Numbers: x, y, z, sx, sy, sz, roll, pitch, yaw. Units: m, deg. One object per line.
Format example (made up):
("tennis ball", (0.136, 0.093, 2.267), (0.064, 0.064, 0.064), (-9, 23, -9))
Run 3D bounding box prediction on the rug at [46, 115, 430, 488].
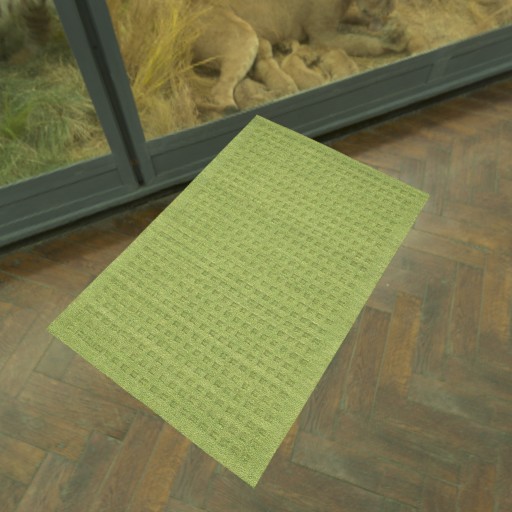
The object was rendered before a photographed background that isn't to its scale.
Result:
("rug", (0.000, 0.000, 2.958), (1.529, 0.007, 2.297), (30, 63, 17))
